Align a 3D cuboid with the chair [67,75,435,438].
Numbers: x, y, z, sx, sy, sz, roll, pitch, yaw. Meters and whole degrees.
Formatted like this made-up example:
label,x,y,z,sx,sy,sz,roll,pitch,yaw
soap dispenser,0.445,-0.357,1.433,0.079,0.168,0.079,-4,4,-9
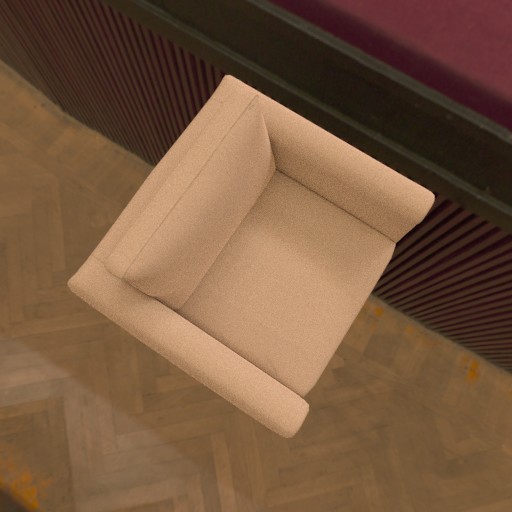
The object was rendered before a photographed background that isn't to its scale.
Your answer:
label,x,y,z,sx,sy,sz,roll,pitch,yaw
chair,0.000,0.000,1.727,0.896,0.915,0.982,33,79,7
